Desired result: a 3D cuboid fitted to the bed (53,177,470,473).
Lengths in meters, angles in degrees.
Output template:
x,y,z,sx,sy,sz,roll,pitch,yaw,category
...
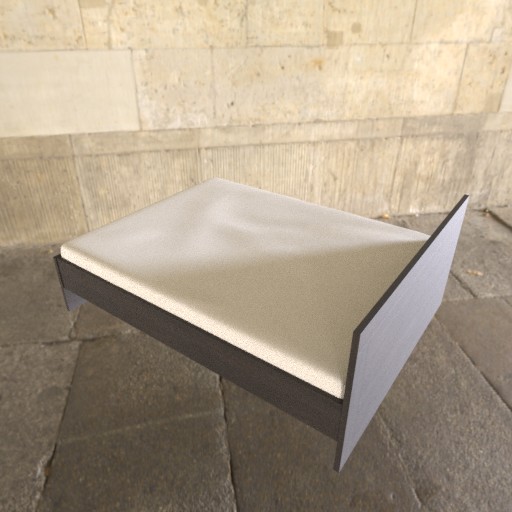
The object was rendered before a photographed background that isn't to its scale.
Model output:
x,y,z,sx,sy,sz,roll,pitch,yaw,category
0.000,0.000,2.882,2.073,0.823,1.585,20,36,30,bed
